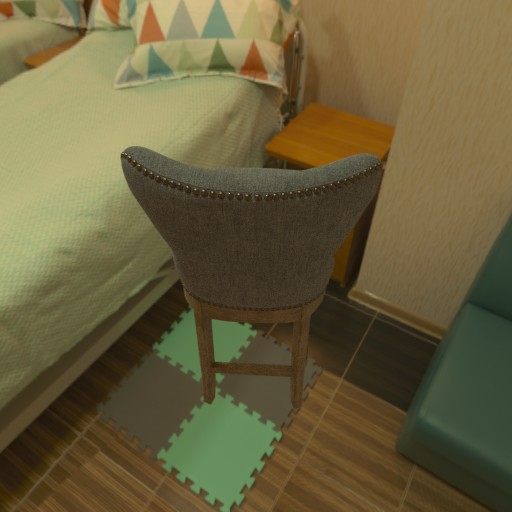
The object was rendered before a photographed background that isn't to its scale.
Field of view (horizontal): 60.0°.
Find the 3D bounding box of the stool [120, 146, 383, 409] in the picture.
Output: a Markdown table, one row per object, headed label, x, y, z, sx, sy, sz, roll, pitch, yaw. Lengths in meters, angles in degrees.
| label | x | y | z | sx | sy | sz | roll | pitch | yaw |
| --- | --- | --- | --- | --- | --- | --- | --- | --- | --- |
| stool | 0.000 | 0.000 | 1.306 | 0.498 | 0.981 | 0.608 | 2 | 46 | 2 |
